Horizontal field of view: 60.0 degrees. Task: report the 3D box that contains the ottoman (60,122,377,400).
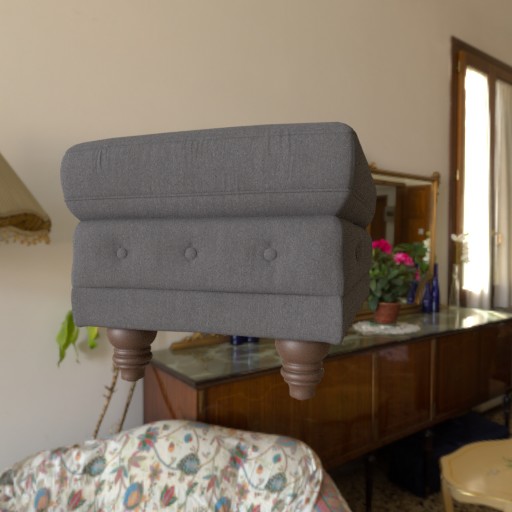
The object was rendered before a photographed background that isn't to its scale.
[{"bbox_3d":[0.000,0.000,1.121,0.569,0.500,0.771,0,2,18],"label":"ottoman"}]
